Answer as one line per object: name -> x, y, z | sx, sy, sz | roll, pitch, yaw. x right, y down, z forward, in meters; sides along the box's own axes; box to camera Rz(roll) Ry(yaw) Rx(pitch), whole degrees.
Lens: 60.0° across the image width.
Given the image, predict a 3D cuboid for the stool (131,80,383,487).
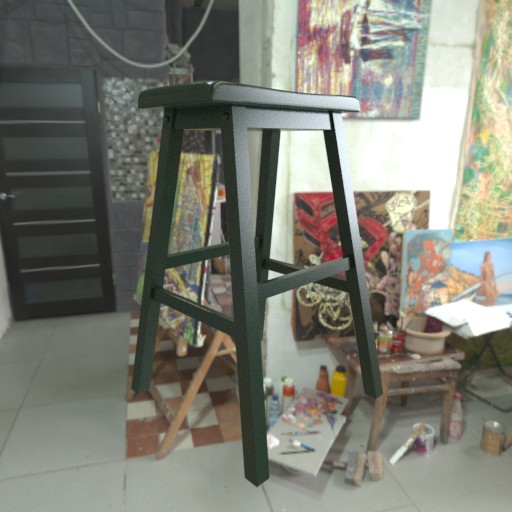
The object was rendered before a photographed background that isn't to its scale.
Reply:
stool -> 0.000, 0.000, 1.066 | 0.457, 0.737, 0.476 | -14, 20, -42
